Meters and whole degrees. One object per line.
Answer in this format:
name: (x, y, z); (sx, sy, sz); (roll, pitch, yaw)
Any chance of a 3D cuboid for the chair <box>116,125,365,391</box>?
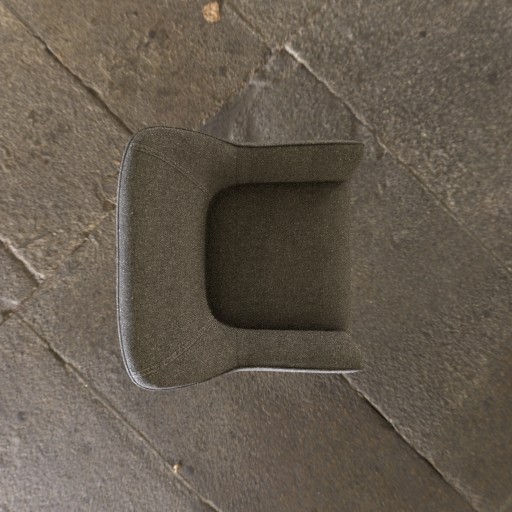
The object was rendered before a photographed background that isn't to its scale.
chair: (0.000, 0.000, 1.173); (0.519, 0.803, 0.543); (0, 91, -2)
